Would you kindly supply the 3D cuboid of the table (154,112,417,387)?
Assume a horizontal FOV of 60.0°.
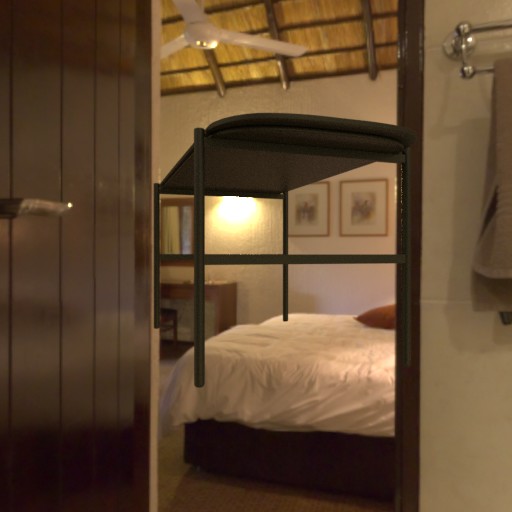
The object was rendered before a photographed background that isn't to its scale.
[{"bbox_3d":[0.000,0.000,1.017,0.400,0.400,0.800,0,0,-19],"label":"table"}]
